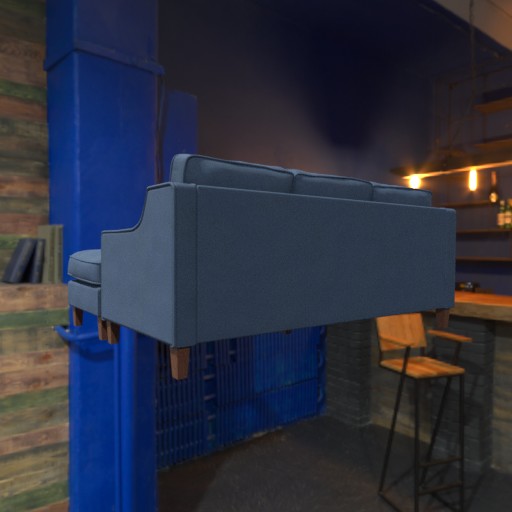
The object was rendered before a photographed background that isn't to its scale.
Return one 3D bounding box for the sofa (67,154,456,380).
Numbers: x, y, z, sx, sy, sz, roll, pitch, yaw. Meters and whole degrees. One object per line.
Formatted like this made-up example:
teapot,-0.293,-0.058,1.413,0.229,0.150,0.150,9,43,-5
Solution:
sofa,0.000,0.000,3.346,2.317,1.066,1.858,-1,1,-36
